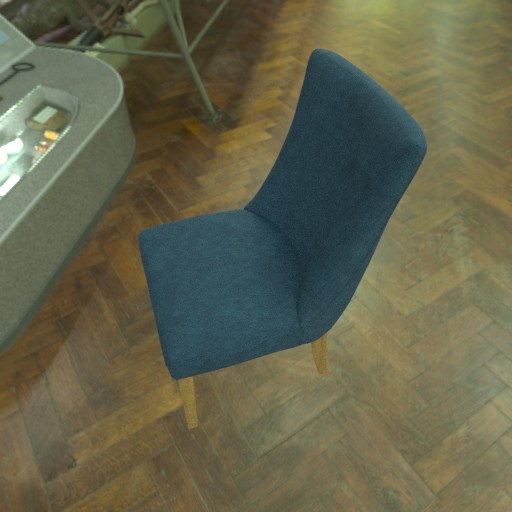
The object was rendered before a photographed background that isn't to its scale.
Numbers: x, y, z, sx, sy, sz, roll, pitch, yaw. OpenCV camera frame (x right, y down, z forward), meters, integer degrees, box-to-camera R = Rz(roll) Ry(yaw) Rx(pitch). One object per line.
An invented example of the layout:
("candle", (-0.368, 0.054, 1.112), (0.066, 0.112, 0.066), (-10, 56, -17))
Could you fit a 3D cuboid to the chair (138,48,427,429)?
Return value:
("chair", (0.000, 0.000, 1.231), (0.609, 0.902, 0.495), (-14, 48, -13))
